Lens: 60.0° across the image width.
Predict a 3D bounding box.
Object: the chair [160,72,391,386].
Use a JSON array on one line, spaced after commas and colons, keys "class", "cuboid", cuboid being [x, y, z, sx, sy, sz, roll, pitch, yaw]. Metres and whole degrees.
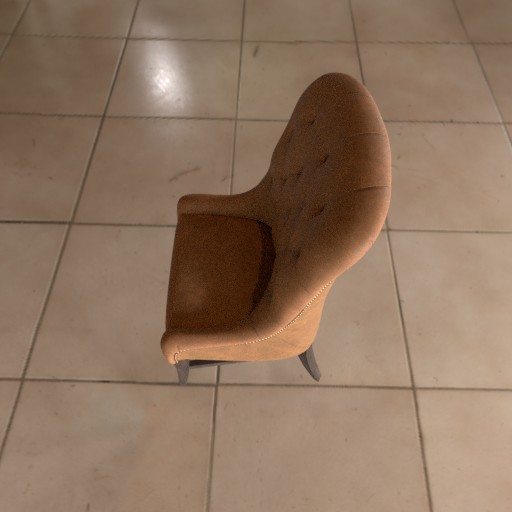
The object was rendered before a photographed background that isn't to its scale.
[{"class": "chair", "cuboid": [0.000, 0.000, 1.491, 0.629, 1.091, 0.634, 0, 58, 0]}]
